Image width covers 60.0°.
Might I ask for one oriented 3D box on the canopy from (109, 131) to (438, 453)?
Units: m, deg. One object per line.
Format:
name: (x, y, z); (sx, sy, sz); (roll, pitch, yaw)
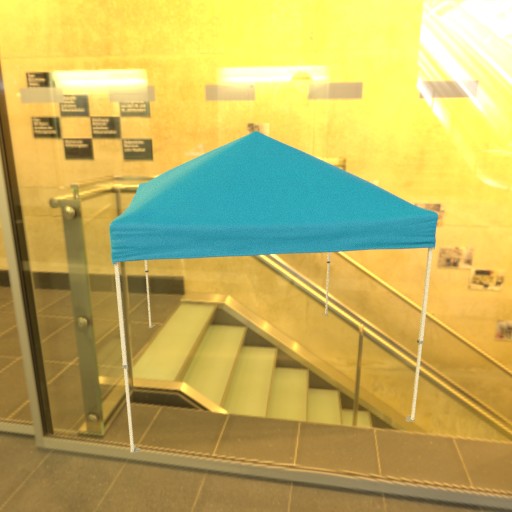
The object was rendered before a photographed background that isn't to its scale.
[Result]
canopy: (0.000, 0.000, 5.523); (2.998, 2.997, 2.996); (-3, 16, -9)
